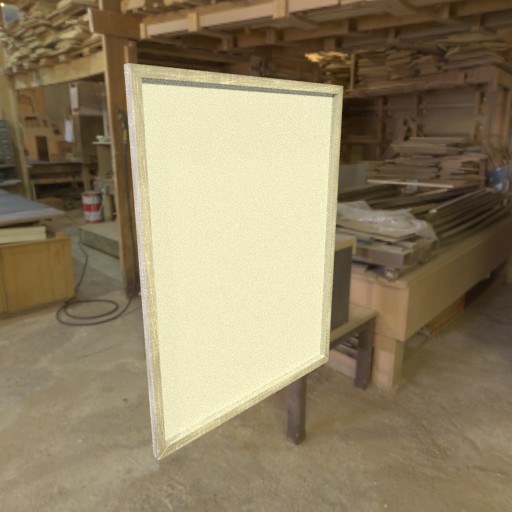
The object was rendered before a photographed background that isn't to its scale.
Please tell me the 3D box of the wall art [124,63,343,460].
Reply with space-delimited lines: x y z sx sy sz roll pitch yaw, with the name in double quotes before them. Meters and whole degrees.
"wall art" 0.000 0.000 1.361 0.781 1.022 0.035 -16 22 -43
